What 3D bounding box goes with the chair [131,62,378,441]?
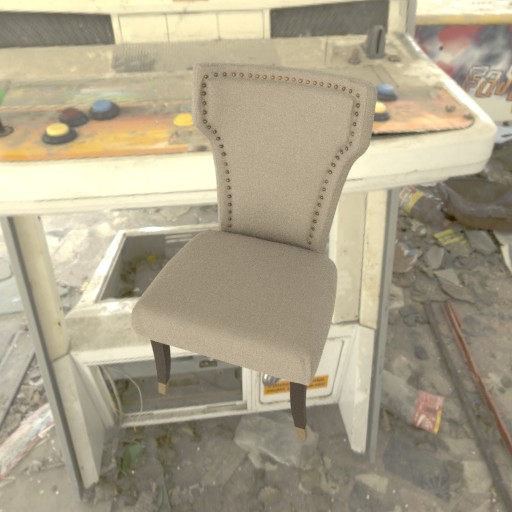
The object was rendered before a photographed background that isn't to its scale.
[{"bbox_3d":[0.000,0.000,1.329,0.526,0.950,0.630,13,42,15],"label":"chair"}]
